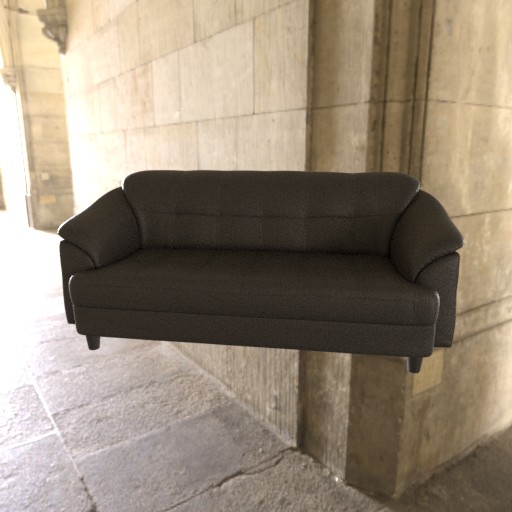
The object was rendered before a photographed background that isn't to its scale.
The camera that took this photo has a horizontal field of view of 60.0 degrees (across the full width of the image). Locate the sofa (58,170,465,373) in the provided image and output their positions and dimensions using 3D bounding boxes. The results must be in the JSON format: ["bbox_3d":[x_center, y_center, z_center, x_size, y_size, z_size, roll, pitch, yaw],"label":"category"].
[{"bbox_3d":[0.000,0.000,2.215,1.829,0.811,0.800,2,13,9],"label":"sofa"}]
